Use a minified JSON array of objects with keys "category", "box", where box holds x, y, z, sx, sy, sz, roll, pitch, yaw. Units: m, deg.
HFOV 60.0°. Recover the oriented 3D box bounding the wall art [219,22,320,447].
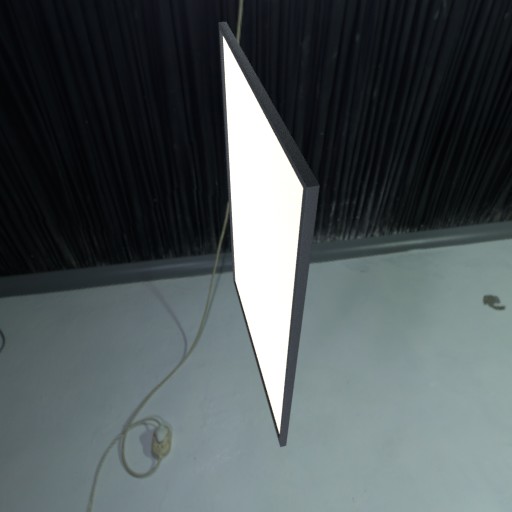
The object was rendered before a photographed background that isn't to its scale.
[{"category":"wall art","box":[0.000,0.000,0.818,0.013,0.657,0.457,-10,47,-10]}]
